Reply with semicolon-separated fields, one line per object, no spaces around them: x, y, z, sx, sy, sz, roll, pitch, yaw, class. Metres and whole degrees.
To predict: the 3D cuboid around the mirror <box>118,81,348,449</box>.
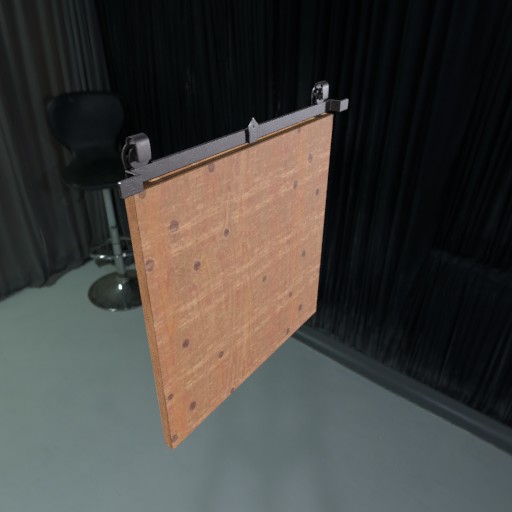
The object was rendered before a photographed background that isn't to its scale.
0.000;0.000;1.188;0.054;0.800;0.805;22;37;31;mirror
